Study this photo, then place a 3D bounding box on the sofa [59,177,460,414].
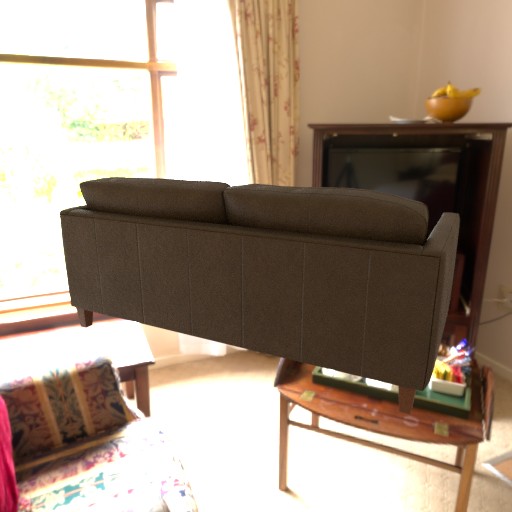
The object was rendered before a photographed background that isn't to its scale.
[{"bbox_3d":[0.000,0.000,2.435,1.971,0.863,0.933,8,17,26],"label":"sofa"}]
